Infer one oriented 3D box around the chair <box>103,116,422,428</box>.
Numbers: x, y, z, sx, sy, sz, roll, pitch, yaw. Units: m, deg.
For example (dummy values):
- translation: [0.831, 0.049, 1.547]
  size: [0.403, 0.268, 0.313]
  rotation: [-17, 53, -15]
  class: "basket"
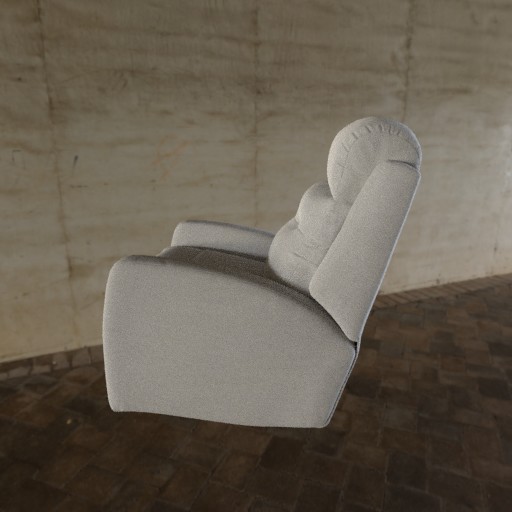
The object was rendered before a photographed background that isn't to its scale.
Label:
- translation: [0.000, 0.000, 1.708]
  size: [1.043, 1.013, 0.798]
  rotation: [2, 16, 8]
  class: "chair"
